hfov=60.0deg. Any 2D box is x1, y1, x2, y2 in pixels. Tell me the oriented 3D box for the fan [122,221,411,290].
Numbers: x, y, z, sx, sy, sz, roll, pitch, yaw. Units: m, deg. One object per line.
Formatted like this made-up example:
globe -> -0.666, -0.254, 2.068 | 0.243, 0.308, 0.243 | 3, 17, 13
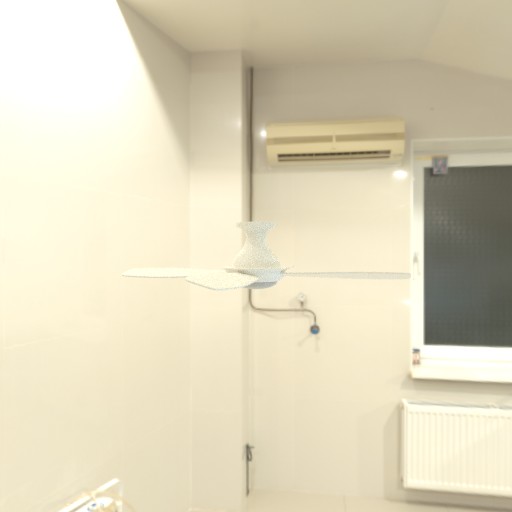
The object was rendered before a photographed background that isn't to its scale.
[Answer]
fan -> 0.000, 0.000, 2.558 | 1.693, 0.382, 1.694 | 0, 1, 15
